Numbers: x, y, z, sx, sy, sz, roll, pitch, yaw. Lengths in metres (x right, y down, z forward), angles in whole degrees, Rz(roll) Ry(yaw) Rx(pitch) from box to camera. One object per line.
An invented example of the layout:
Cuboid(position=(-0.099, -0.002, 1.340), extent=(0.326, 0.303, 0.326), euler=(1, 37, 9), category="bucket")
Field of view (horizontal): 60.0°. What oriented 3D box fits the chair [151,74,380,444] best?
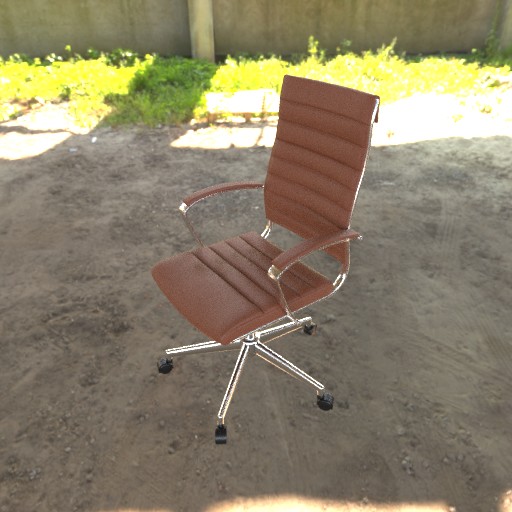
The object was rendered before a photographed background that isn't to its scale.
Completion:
Cuboid(position=(0.000, 0.000, 1.656), extent=(0.739, 1.149, 0.766), euler=(-22, 39, -31), category="chair")
